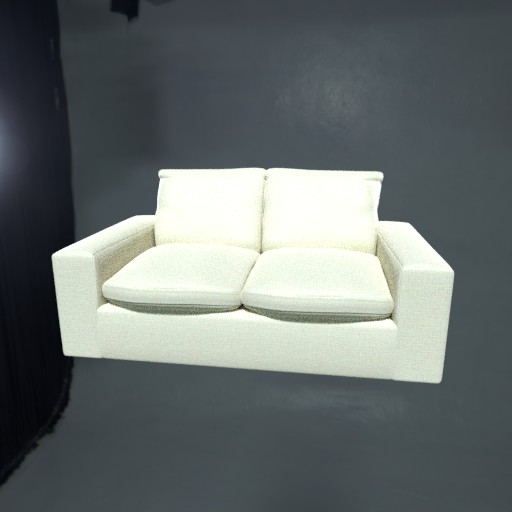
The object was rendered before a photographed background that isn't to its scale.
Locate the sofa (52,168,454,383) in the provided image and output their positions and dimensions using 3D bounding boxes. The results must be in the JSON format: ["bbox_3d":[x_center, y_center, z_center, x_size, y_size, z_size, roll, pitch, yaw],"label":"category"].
[{"bbox_3d":[0.000,0.000,2.373,1.754,0.875,1.091,2,15,8],"label":"sofa"}]
